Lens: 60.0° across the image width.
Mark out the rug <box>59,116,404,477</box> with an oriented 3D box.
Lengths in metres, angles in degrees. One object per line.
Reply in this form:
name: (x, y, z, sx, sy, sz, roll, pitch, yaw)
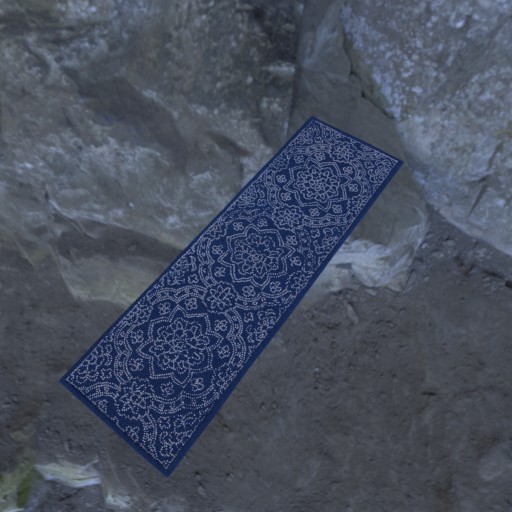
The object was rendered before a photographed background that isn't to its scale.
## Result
rug: (0.000, 0.000, 2.695, 0.769, 0.012, 2.448, 32, 65, 17)
